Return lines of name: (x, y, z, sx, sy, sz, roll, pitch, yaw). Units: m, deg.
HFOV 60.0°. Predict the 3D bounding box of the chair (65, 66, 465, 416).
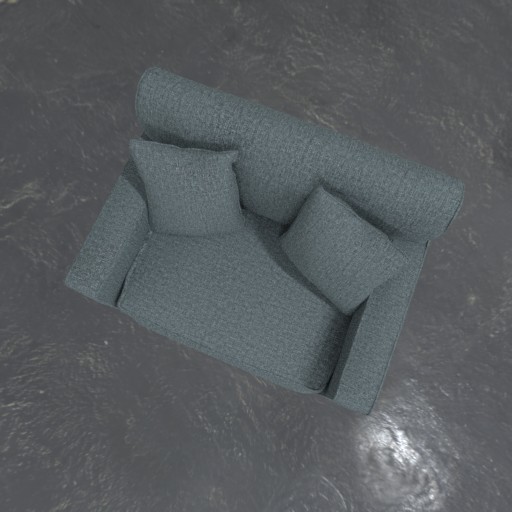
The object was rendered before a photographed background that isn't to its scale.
chair: (0.000, 0.000, 2.055, 1.383, 0.948, 1.000, 22, 77, 5)
